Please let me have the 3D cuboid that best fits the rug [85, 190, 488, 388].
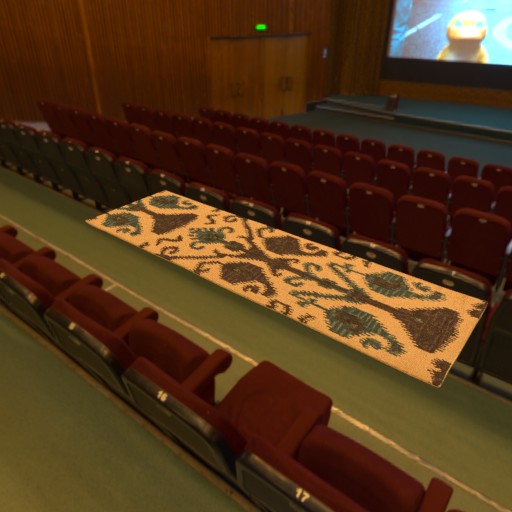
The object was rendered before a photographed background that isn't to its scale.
[{"bbox_3d":[0.000,0.000,2.507,2.301,0.017,0.692,22,37,32],"label":"rug"}]
